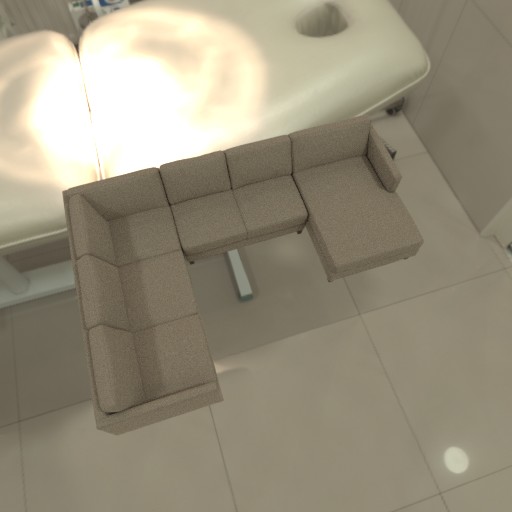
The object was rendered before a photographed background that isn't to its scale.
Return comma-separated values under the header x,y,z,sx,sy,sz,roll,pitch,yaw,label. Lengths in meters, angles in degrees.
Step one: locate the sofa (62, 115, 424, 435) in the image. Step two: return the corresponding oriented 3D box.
x,y,z,sx,sy,sz,roll,pitch,yaw,label
0.000,0.000,4.488,3.438,0.865,2.424,-16,64,-8,sofa
